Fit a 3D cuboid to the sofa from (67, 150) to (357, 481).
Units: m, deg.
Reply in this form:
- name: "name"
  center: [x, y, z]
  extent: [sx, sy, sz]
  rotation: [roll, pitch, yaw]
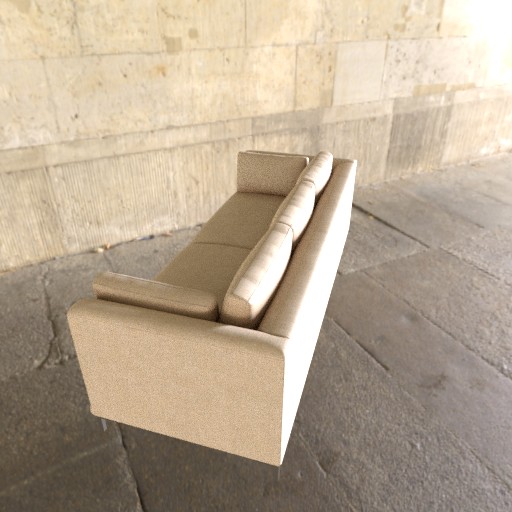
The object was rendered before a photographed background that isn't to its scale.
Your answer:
- name: "sofa"
  center: [0.000, 0.000, 2.883]
  extent: [0.969, 0.867, 2.415]
  rotation: [9, 31, 15]
